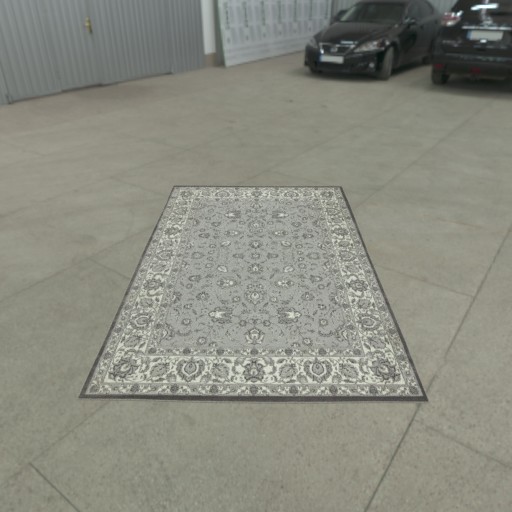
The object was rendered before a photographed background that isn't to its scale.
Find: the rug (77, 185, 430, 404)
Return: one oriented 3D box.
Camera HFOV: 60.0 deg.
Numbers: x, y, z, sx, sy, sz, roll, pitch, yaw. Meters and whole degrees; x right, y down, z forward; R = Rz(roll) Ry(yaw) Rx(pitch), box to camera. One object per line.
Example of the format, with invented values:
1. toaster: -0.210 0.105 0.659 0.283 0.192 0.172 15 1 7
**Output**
1. rug: 0.000 0.000 2.935 1.524 0.011 2.438 0 31 1
